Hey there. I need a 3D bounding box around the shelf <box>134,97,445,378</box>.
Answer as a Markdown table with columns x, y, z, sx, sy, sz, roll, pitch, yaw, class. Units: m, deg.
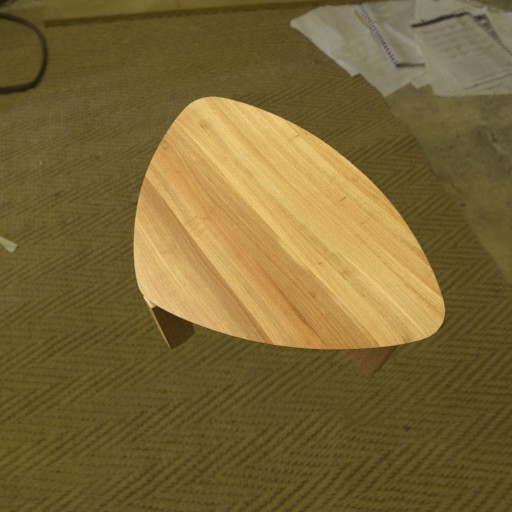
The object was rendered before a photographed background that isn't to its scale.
| x | y | z | sx | sy | sz | roll | pitch | yaw | class |
| --- | --- | --- | --- | --- | --- | --- | --- | --- | --- |
| 0.000 | 0.000 | 1.654 | 0.863 | 0.439 | 1.240 | -33 | 64 | -18 | shelf |
